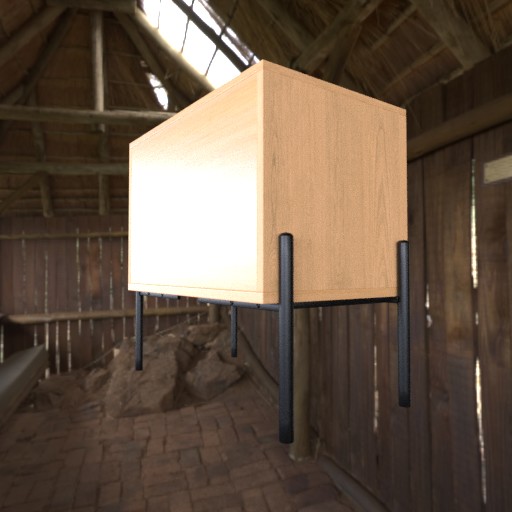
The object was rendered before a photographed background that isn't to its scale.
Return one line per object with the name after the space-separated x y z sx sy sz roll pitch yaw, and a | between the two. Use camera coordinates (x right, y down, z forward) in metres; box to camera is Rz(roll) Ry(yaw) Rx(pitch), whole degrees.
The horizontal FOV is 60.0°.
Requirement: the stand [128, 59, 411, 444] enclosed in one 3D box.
0.000 0.000 1.043 0.400 0.600 0.630 1 -2 -36 | stand
